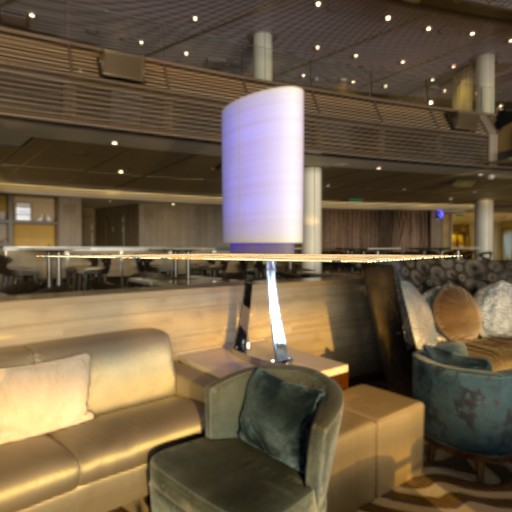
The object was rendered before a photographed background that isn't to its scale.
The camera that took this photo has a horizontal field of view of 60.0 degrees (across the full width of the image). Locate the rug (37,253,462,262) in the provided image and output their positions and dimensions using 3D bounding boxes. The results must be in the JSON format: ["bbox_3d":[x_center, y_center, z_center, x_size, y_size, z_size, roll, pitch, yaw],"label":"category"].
[{"bbox_3d":[0.000,0.000,4.035,3.048,0.010,2.439,1,1,35],"label":"rug"}]
